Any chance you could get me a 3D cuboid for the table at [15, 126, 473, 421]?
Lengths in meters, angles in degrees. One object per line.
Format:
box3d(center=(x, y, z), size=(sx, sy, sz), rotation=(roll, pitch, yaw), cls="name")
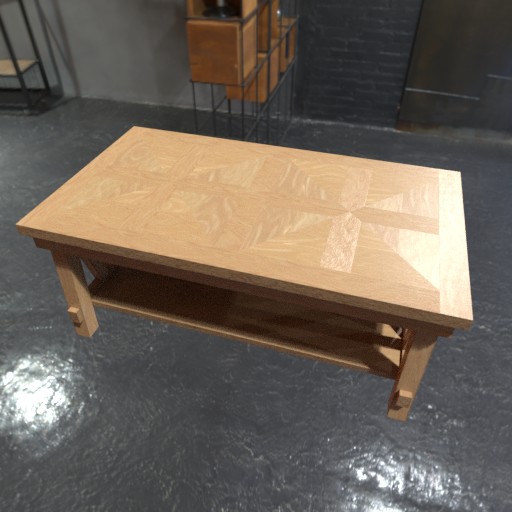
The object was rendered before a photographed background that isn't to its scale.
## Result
box3d(center=(0.000, 0.000, 1.590), size=(1.270, 0.507, 0.711), rotation=(11, 42, 13), cls="table")
